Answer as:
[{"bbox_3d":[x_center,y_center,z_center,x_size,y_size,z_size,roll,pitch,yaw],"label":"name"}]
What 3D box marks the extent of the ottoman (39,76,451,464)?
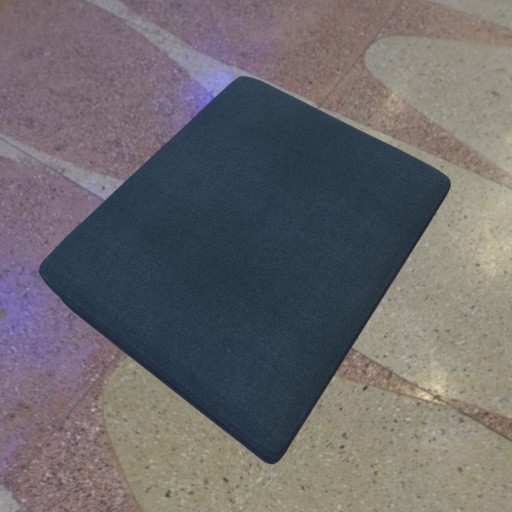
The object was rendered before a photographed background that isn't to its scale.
[{"bbox_3d":[0.000,0.000,1.232,0.693,0.474,0.821,32,67,16],"label":"ottoman"}]
